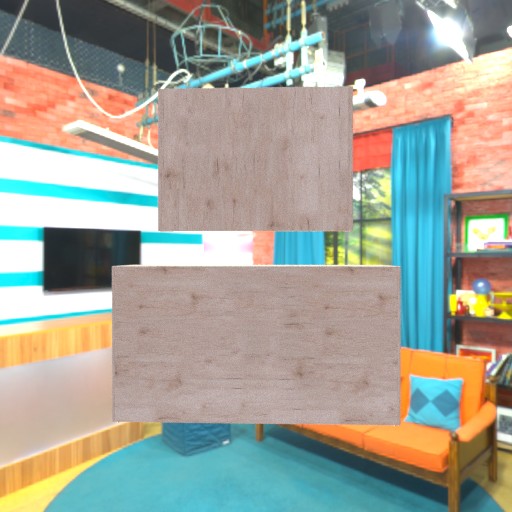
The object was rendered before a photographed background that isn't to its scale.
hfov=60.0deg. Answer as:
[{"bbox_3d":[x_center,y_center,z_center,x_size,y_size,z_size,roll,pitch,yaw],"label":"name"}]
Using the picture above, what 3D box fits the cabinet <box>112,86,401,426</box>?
[{"bbox_3d":[0.000,0.000,2.814,1.700,1.981,0.420,0,0,2],"label":"cabinet"}]
